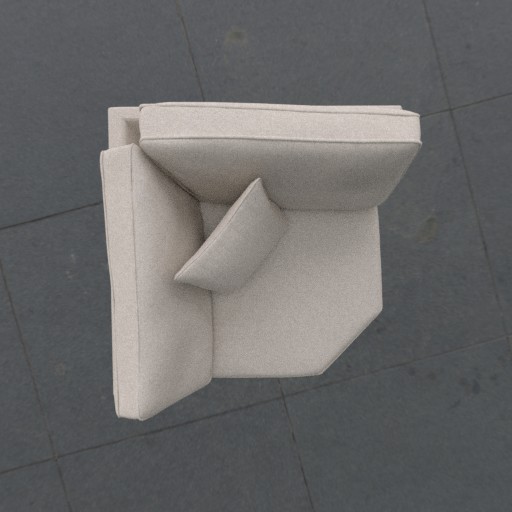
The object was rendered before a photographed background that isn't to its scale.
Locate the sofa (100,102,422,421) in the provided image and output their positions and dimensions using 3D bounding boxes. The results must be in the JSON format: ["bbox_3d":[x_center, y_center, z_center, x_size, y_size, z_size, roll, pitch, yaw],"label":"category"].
[{"bbox_3d":[0.000,0.000,1.826,1.042,0.937,1.050,0,91,-1],"label":"sofa"}]
